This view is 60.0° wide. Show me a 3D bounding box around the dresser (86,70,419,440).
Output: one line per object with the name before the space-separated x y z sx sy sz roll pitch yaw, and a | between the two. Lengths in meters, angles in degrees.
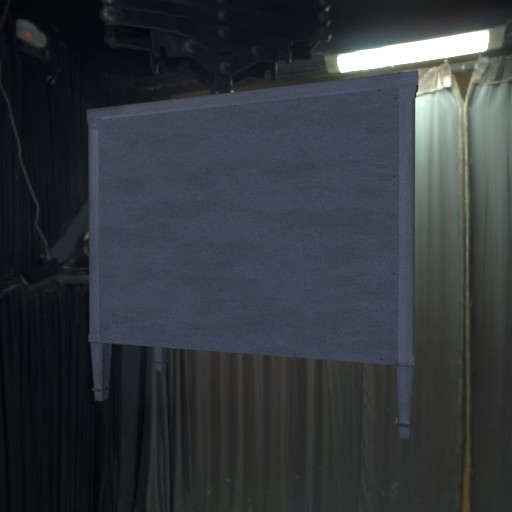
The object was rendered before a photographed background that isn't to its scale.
dresser | 0.000 0.000 1.553 1.049 0.986 0.463 0 1 18
